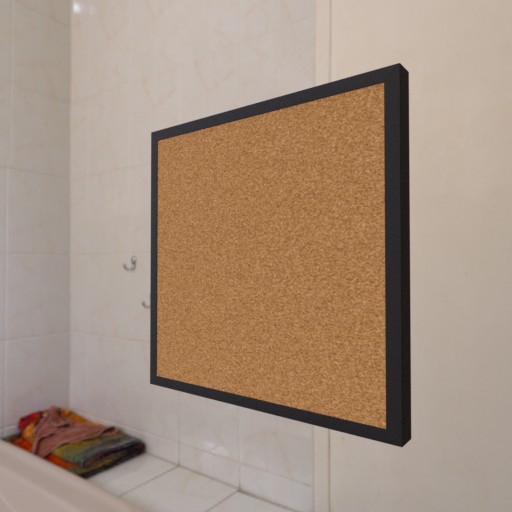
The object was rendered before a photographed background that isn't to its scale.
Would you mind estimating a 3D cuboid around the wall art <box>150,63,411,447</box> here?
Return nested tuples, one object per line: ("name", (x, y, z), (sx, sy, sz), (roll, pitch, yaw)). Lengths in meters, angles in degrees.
("wall art", (0.000, 0.000, 0.748), (0.506, 0.503, 0.036), (-1, -1, 38))
